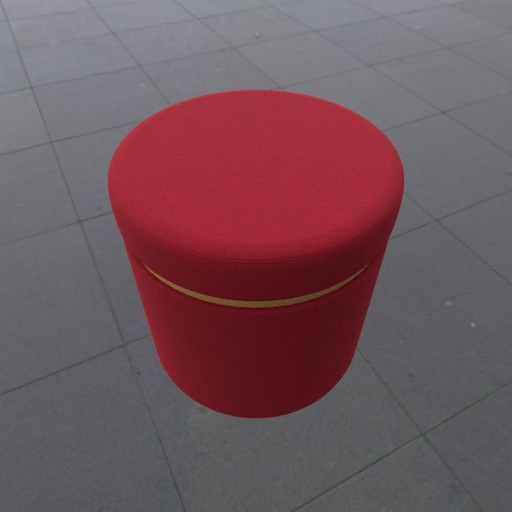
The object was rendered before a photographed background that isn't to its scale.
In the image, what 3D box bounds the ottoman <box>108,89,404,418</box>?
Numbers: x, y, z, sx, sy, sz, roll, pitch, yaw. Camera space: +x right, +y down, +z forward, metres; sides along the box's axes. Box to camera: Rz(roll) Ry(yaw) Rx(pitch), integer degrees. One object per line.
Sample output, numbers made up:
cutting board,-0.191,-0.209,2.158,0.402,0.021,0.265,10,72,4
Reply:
ottoman,0.000,0.000,0.743,0.400,0.406,0.400,0,46,0
